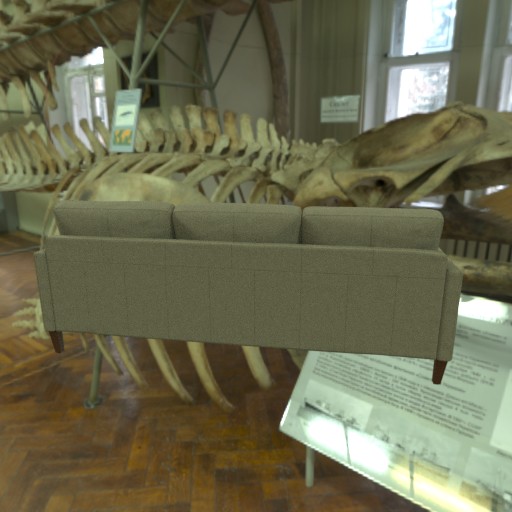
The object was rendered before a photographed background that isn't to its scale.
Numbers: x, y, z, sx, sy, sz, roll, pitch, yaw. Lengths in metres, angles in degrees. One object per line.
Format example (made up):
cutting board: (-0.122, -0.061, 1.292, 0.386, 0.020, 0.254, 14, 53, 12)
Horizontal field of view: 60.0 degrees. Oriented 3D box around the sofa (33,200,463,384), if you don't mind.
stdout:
sofa: (0.000, 0.000, 2.941, 2.178, 0.875, 1.506, 2, 15, 9)
